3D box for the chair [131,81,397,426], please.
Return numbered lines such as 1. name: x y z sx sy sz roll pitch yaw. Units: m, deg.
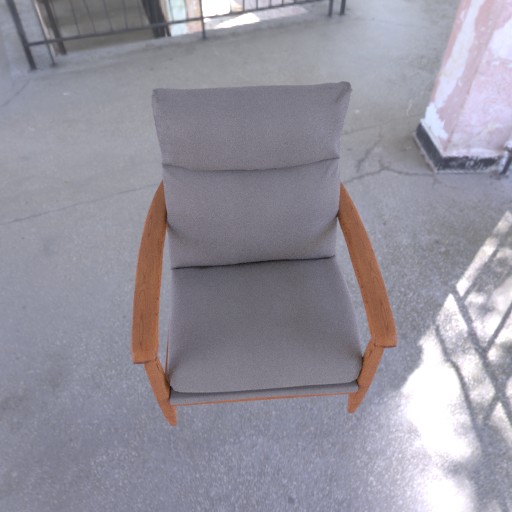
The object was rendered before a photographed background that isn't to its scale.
1. chair: 0.000 0.000 1.510 0.782 0.922 0.816 -3 47 -3
